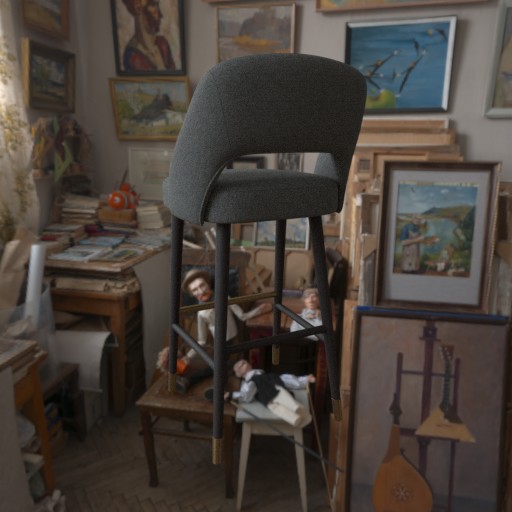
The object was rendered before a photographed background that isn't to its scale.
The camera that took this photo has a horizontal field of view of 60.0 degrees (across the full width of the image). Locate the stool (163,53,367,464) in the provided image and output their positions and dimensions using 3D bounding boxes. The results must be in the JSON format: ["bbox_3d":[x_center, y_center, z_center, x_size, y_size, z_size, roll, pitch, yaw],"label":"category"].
[{"bbox_3d":[0.000,0.000,1.379,0.536,1.089,0.524,-8,17,-26],"label":"stool"}]
